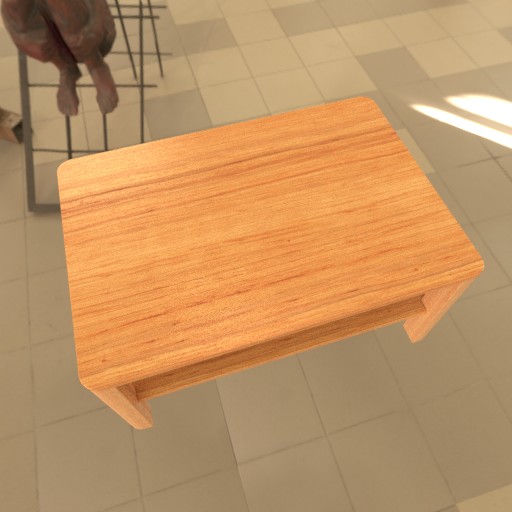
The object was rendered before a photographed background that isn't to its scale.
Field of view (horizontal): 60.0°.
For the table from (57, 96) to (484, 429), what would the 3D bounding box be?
[{"bbox_3d":[0.000,0.000,1.377,0.997,0.445,0.696,-15,59,-9],"label":"table"}]
